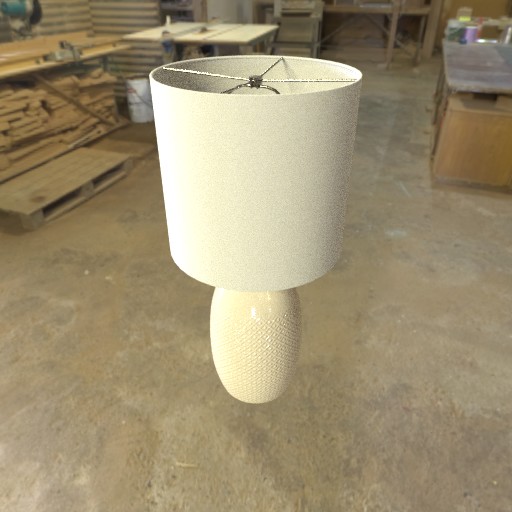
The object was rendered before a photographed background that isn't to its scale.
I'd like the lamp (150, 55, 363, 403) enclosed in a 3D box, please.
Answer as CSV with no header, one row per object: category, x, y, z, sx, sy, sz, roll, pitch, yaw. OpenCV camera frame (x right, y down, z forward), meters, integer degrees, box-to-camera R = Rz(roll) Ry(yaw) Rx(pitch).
lamp,0.000,0.000,0.580,0.217,0.453,0.217,10,34,15
